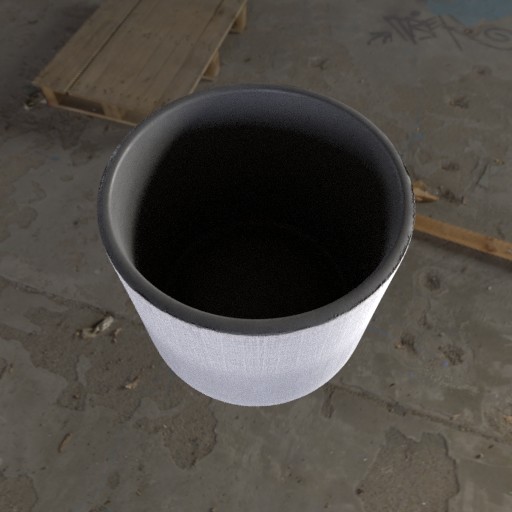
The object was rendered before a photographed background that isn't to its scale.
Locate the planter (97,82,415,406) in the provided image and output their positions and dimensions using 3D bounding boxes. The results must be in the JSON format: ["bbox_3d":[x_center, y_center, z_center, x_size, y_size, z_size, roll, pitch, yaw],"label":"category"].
[{"bbox_3d":[0.000,0.000,0.444,0.254,0.221,0.254,0,59,0],"label":"planter"}]
